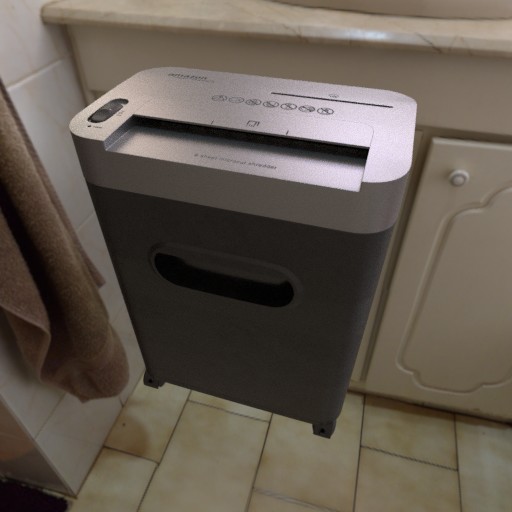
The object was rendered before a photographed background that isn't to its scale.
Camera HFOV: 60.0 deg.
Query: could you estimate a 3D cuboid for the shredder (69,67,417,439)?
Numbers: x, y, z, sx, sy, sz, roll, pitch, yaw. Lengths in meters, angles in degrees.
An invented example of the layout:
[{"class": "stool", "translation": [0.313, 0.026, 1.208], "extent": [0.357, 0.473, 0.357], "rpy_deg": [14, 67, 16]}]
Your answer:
[{"class": "shredder", "translation": [0.000, 0.000, 0.583], "extent": [0.311, 0.419, 0.237], "rpy_deg": [12, 43, 13]}]
